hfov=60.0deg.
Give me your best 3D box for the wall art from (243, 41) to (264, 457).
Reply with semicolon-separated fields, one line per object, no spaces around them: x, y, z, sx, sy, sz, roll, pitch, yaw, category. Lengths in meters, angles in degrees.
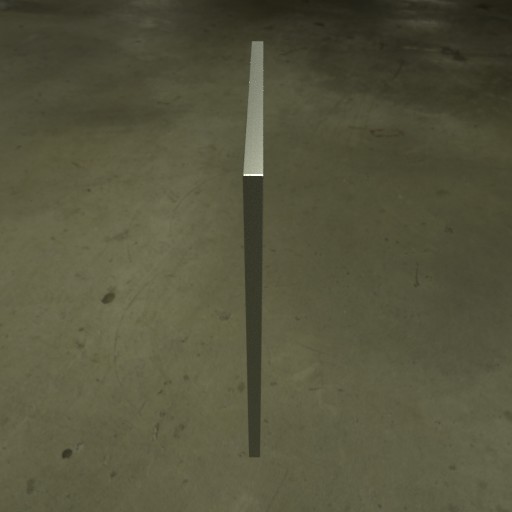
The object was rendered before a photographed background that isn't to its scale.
0.000;0.000;1.414;0.037;1.062;0.801;0;41;1;wall art
